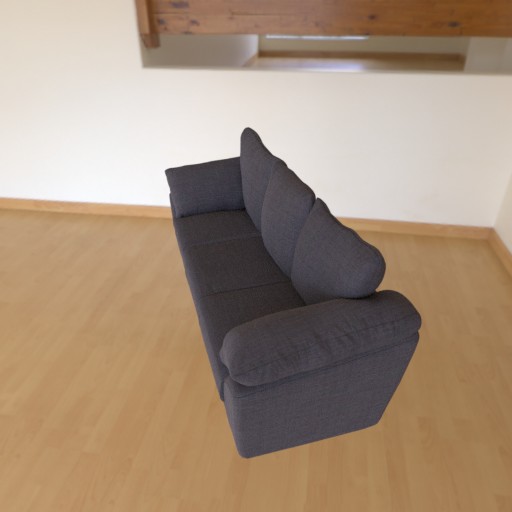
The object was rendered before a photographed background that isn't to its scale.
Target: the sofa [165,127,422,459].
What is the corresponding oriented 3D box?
[{"bbox_3d":[0.000,0.000,2.858,0.883,1.080,2.336,-9,32,-14],"label":"sofa"}]
